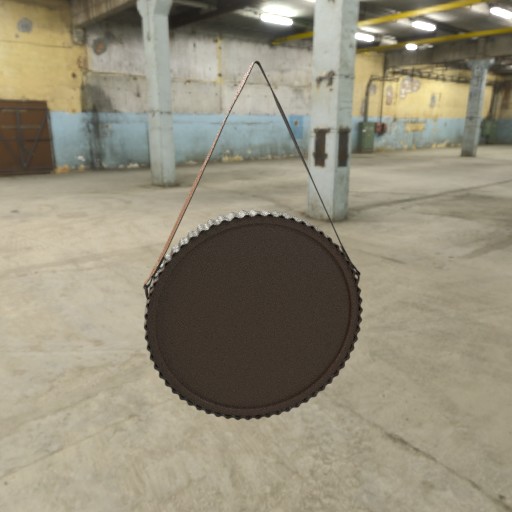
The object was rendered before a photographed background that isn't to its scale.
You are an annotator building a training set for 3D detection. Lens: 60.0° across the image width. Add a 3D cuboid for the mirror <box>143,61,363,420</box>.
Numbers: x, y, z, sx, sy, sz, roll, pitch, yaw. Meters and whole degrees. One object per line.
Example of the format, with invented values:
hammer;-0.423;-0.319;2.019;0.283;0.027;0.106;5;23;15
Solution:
mirror;0.000;0.000;0.698;0.355;0.568;0.042;-3;16;-11
